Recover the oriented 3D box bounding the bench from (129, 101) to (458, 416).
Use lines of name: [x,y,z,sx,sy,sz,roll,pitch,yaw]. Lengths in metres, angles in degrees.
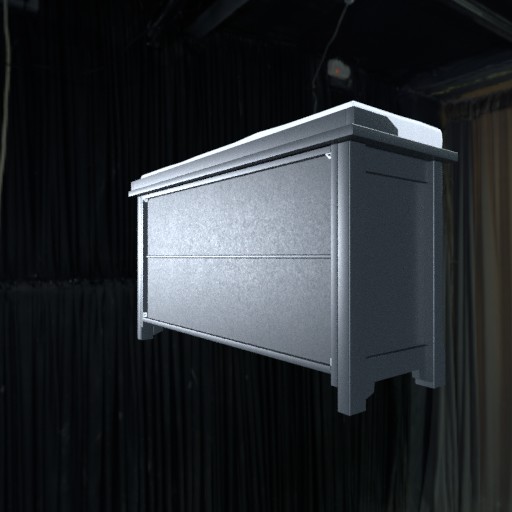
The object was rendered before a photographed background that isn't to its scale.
bench: [0.000,0.000,1.230,0.345,0.561,0.973,0,0,-38]
